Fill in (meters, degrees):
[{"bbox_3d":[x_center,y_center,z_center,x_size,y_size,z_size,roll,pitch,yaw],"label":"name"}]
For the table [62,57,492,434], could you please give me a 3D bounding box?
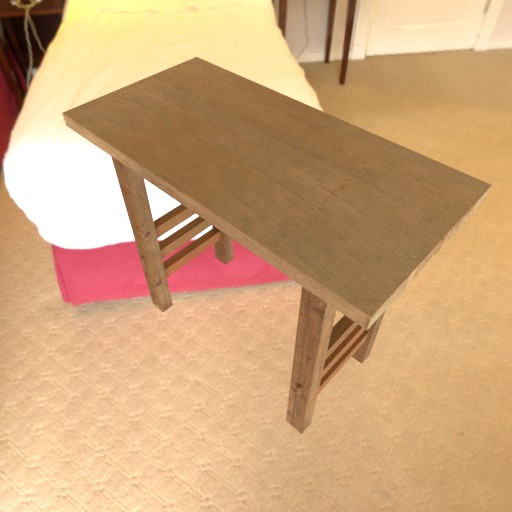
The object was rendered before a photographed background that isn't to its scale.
[{"bbox_3d":[0.000,0.000,1.579,1.119,0.914,0.556,34,56,28],"label":"table"}]
